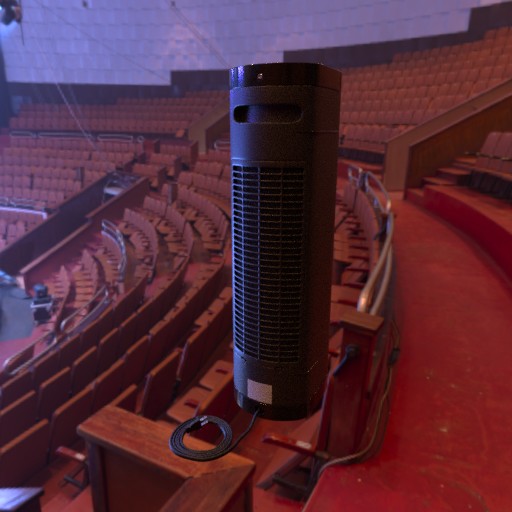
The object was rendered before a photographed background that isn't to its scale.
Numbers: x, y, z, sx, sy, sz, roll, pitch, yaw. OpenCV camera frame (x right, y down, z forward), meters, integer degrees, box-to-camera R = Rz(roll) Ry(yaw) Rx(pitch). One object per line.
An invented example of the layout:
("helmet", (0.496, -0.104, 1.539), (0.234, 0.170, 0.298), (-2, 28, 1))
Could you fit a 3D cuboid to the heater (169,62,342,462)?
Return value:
("heater", (0.000, 0.000, 0.690), (0.174, 0.552, 0.312), (8, 17, 27))
